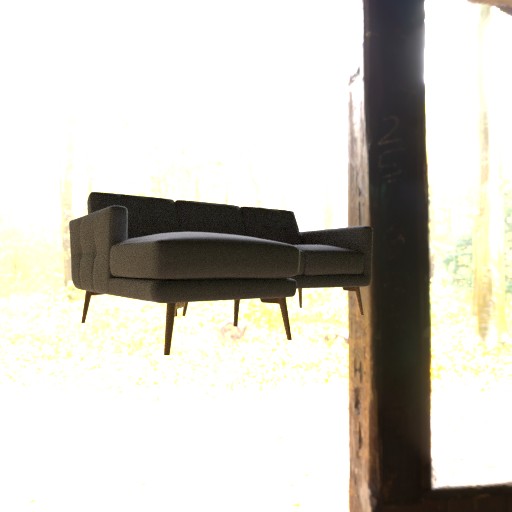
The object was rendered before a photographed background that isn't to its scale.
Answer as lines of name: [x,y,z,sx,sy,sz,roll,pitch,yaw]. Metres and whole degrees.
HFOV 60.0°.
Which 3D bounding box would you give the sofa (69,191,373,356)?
sofa: [0.000,0.000,2.905,2.040,0.860,1.530,1,-2,-36]
